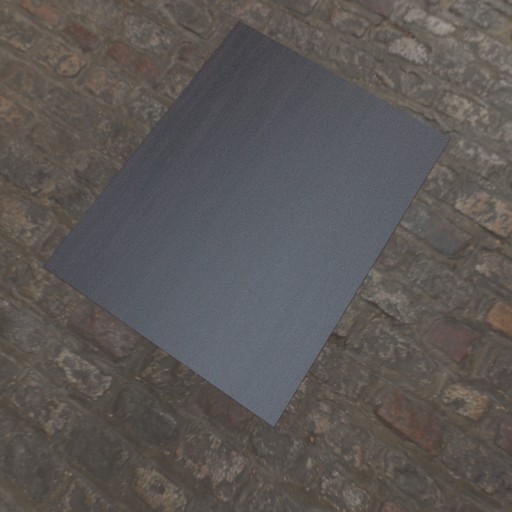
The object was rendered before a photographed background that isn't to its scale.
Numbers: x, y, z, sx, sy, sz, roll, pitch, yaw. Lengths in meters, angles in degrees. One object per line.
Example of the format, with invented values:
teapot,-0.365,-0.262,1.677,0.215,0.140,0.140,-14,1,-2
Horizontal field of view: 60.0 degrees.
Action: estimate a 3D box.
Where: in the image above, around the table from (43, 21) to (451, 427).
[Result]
table,0.000,0.000,0.936,0.381,0.635,0.480,33,78,8
